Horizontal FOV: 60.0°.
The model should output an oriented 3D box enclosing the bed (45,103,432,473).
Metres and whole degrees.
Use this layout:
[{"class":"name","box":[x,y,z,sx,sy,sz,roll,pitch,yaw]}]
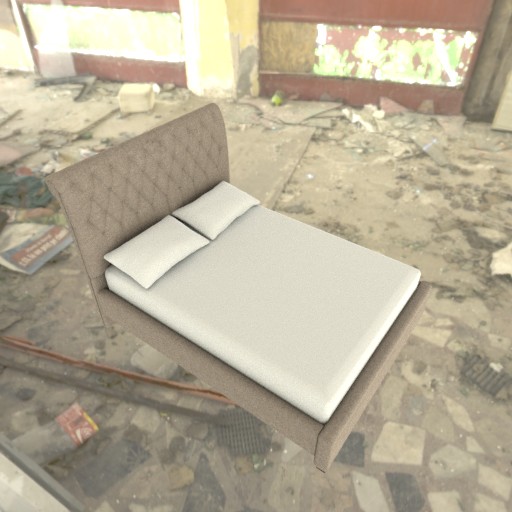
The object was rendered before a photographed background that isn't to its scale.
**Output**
[{"class":"bed","box":[0.000,0.000,3.312,2.252,1.371,1.645,25,45,27]}]
